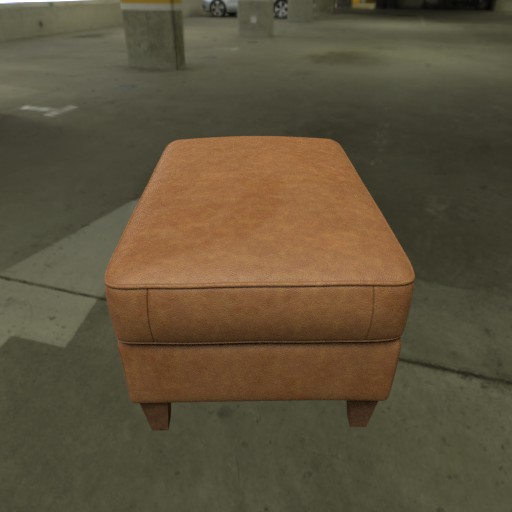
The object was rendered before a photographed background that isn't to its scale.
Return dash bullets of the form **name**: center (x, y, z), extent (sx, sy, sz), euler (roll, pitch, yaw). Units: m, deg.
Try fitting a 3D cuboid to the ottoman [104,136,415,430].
- **ottoman**: center (0.000, 0.000, 1.217), extent (0.584, 0.483, 0.864), euler (-1, 31, -1)
